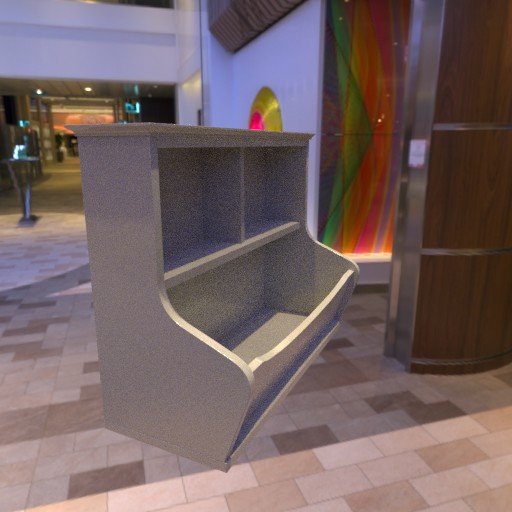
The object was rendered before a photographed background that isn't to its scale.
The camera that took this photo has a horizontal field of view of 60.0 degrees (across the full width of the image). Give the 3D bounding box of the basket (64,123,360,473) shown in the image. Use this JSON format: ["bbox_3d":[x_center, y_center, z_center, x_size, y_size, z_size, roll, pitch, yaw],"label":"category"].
[{"bbox_3d":[0.000,0.000,1.096,0.350,0.600,0.780,7,16,25],"label":"basket"}]
